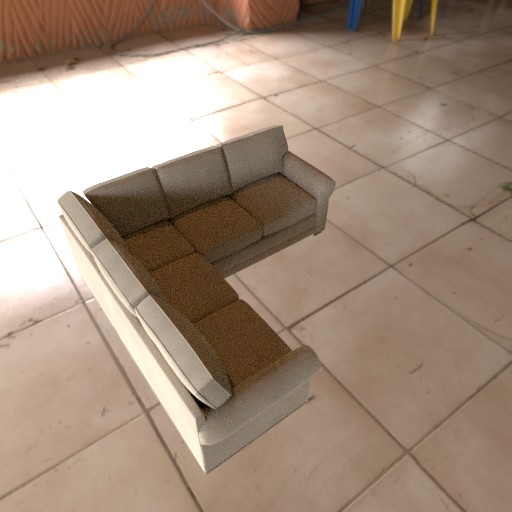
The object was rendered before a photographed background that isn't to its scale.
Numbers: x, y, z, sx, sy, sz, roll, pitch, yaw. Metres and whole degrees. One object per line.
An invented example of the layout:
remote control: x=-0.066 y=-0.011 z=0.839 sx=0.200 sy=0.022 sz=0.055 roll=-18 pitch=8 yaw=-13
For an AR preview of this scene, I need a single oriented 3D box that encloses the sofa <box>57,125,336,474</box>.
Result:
sofa: x=0.000 y=0.000 z=3.947 sx=2.569 sy=1.054 sz=2.487 roll=-27 pitch=49 yaw=-26
